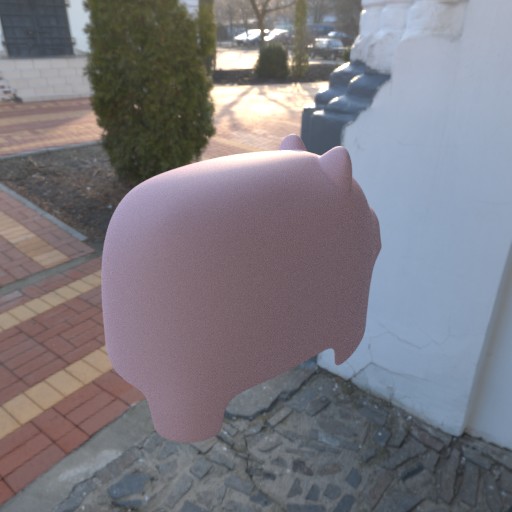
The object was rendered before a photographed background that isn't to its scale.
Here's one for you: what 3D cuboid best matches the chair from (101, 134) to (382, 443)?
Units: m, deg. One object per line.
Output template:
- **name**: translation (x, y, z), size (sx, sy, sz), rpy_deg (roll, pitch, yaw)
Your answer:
- **chair**: translation (0.000, 0.000, 0.884), size (0.619, 0.423, 0.364), rpy_deg (-17, 31, -31)
